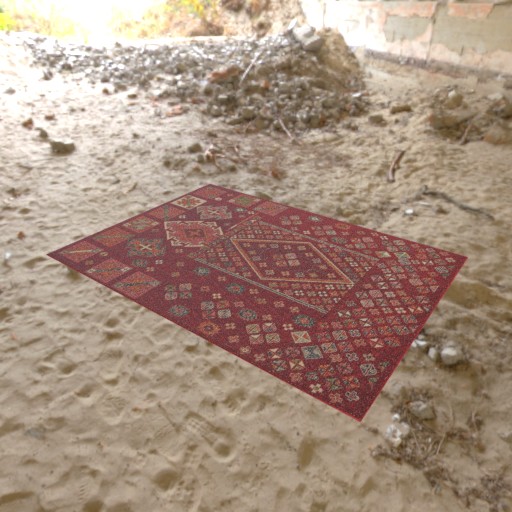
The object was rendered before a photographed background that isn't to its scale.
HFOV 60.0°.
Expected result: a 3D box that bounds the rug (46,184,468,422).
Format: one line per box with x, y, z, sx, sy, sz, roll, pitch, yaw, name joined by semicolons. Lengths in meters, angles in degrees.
0.000;0.000;4.281;3.306;0.011;2.389;20;36;31;rug
